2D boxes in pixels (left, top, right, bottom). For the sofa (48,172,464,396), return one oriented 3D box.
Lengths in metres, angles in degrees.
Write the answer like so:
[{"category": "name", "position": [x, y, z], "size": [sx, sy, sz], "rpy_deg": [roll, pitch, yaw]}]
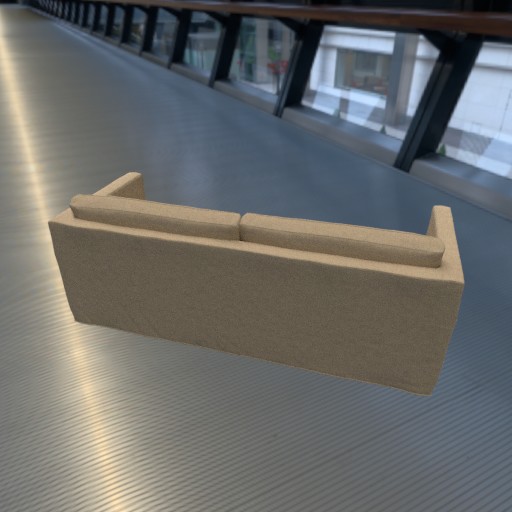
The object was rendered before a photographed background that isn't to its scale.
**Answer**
[{"category": "sofa", "position": [0.000, 0.000, 2.829], "size": [2.312, 0.853, 0.962], "rpy_deg": [9, 31, 15]}]
